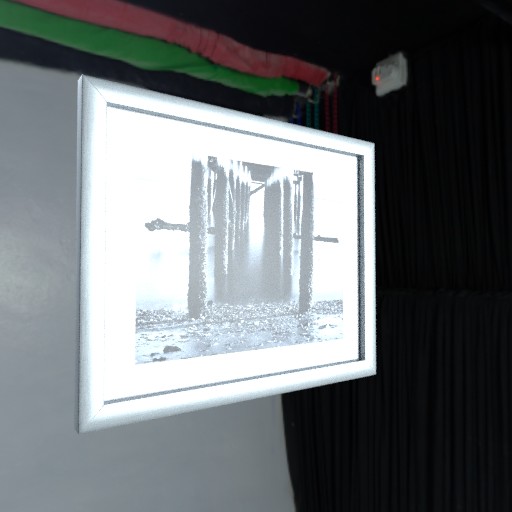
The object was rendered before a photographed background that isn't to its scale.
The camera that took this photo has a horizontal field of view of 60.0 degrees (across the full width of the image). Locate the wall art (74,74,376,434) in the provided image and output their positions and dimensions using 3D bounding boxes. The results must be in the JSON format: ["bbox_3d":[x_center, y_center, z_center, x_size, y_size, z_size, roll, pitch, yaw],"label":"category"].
[{"bbox_3d":[0.000,0.000,0.728,0.556,0.457,0.028,1,-2,-34],"label":"wall art"}]
